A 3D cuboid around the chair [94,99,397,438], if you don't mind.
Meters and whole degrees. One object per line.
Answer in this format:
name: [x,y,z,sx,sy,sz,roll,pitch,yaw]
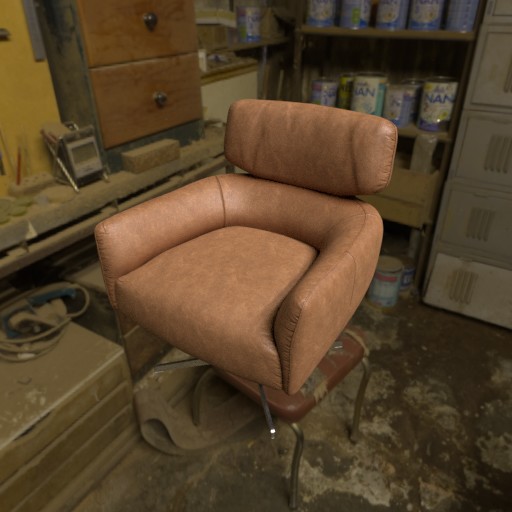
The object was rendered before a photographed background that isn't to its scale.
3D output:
chair: [0.000,0.000,1.381,0.706,0.812,0.715,19,35,29]
